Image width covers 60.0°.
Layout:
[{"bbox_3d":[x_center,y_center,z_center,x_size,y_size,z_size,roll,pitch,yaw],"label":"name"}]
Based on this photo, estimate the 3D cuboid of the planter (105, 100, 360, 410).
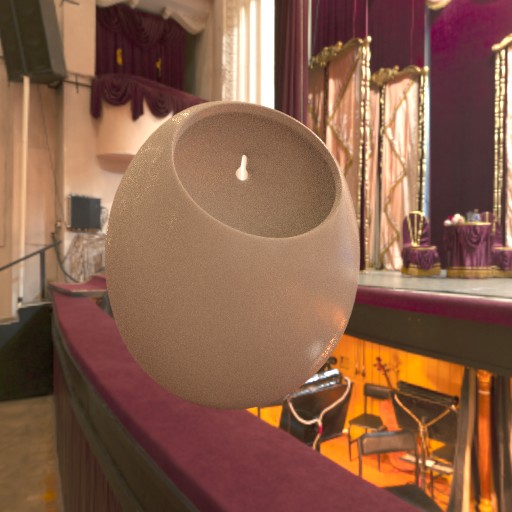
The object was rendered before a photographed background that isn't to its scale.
[{"bbox_3d":[0.000,0.000,0.275,0.185,0.188,0.043,0,0,-35],"label":"planter"}]
